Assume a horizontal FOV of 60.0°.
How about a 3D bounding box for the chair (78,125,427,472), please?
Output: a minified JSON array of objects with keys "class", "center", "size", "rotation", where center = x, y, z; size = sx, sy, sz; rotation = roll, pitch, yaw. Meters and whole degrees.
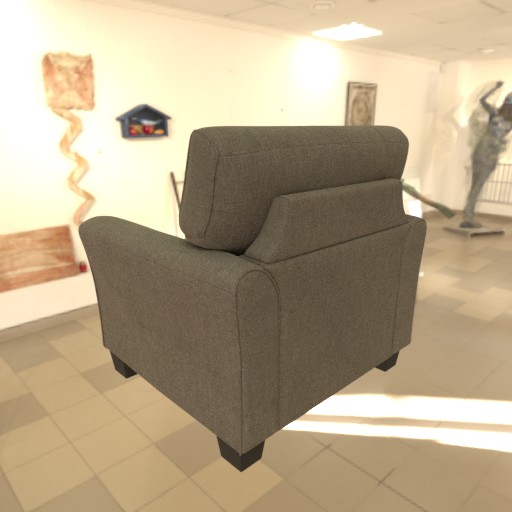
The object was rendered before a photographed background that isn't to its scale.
[{"class":"chair","center":[0.000,0.000,1.575],"size":[0.941,0.890,0.816],"rotation":[-15,22,-41]}]
